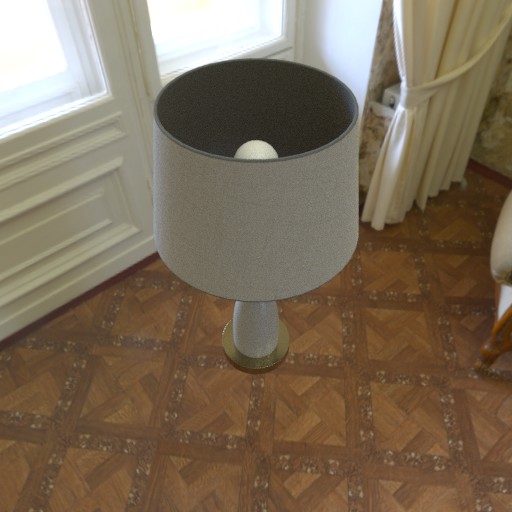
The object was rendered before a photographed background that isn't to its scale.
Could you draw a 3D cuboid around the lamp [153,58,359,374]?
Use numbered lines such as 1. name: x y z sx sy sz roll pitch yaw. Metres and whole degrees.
1. lamp: 0.000 0.000 0.732 0.309 0.545 0.309 0 47 0
